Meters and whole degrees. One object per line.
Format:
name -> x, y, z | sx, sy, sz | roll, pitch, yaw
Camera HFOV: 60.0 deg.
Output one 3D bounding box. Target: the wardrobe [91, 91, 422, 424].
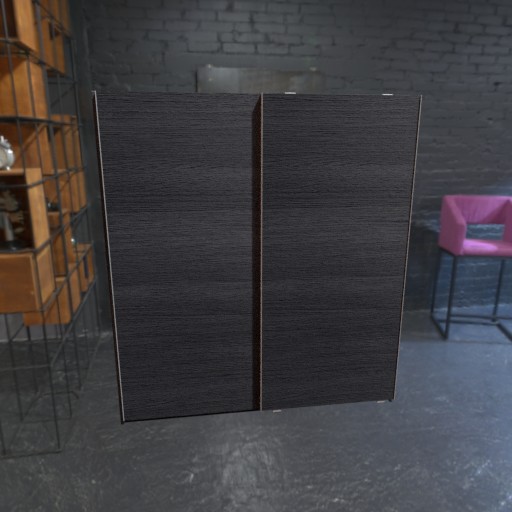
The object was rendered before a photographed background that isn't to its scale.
wardrobe -> 0.000, 0.000, 2.895 | 1.780, 1.960, 0.629 | -2, 15, -8
